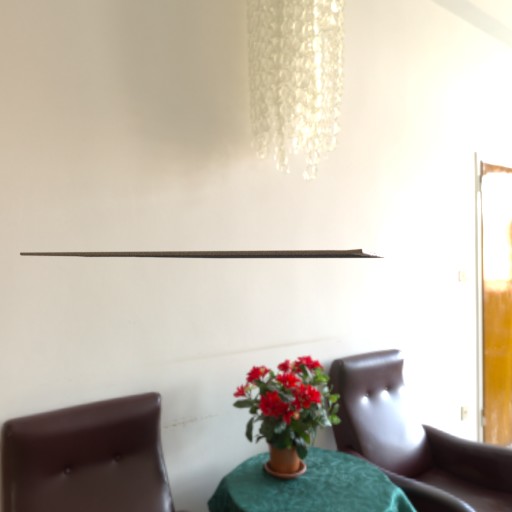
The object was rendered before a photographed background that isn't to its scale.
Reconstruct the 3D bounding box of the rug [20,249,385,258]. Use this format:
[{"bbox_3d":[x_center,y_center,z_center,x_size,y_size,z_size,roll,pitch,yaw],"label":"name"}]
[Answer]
[{"bbox_3d":[0.000,0.000,2.875,1.540,0.021,2.290,0,-1,18],"label":"rug"}]
